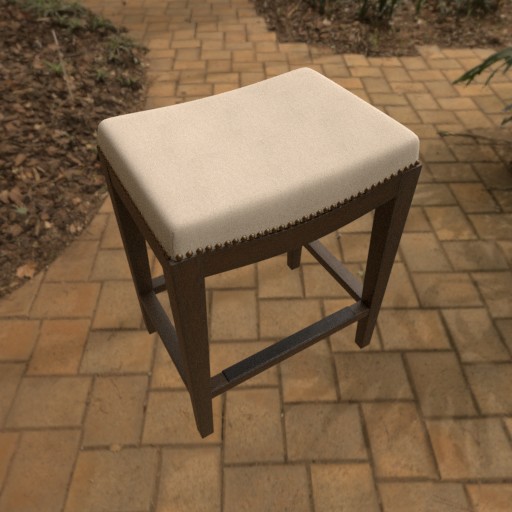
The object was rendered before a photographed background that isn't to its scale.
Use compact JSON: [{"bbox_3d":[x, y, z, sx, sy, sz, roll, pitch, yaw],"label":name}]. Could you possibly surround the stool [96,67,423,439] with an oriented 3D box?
[{"bbox_3d":[0.000,0.000,0.991,0.500,0.642,0.361,-23,50,-21],"label":"stool"}]
